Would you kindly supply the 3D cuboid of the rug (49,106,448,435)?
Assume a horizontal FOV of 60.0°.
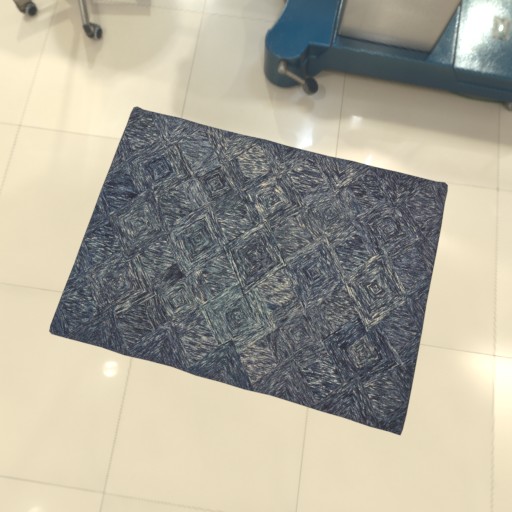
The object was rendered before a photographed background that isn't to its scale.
[{"bbox_3d":[0.000,0.000,4.142,3.245,0.024,2.385,15,77,4],"label":"rug"}]
